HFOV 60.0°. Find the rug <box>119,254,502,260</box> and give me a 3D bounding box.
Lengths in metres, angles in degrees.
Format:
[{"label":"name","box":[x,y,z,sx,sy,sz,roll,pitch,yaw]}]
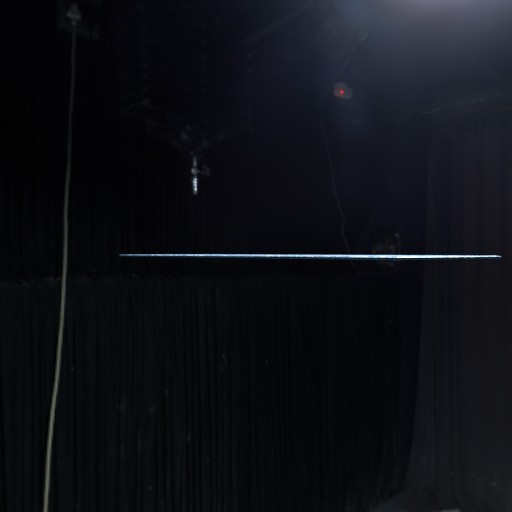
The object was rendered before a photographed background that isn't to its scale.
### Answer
[{"label":"rug","box":[0.000,0.000,2.346,0.662,0.011,2.196,0,0,-38]}]
